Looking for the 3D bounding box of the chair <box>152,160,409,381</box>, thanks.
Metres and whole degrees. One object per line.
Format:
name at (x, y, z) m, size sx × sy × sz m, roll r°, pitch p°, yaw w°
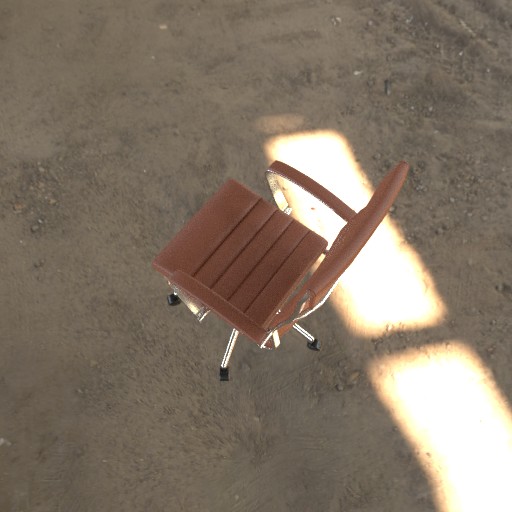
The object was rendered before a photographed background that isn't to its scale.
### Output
chair at (0.000, 0.000, 1.630) m, size 0.739 × 1.149 × 0.766 m, roll 34°, pitch 69°, yaw 15°
